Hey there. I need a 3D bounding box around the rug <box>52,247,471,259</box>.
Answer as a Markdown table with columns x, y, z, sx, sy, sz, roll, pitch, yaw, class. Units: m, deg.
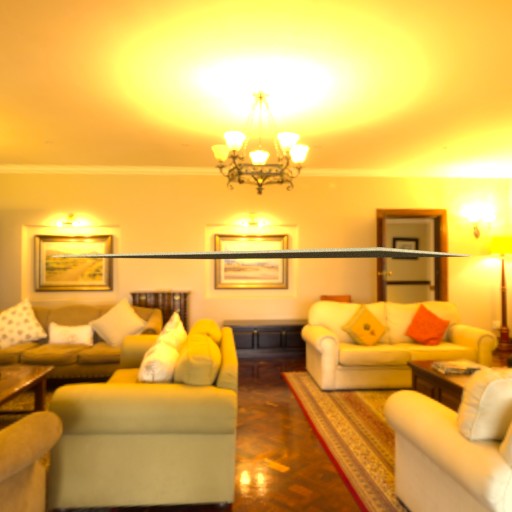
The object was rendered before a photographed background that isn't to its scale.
| x | y | z | sx | sy | sz | roll | pitch | yaw | class |
| --- | --- | --- | --- | --- | --- | --- | --- | --- | --- |
| 0.000 | 0.000 | 2.315 | 1.829 | 0.010 | 1.219 | -1 | -1 | 37 | rug |
